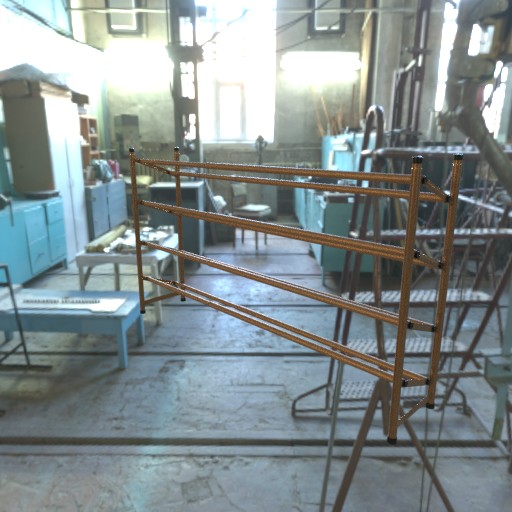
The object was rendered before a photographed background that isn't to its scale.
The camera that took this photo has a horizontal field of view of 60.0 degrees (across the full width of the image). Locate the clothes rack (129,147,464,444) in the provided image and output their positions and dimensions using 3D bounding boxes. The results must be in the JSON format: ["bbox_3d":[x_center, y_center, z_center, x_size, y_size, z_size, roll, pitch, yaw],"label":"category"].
[{"bbox_3d":[0.000,0.000,1.447,0.229,0.672,1.168,-14,20,-43],"label":"clothes rack"}]
